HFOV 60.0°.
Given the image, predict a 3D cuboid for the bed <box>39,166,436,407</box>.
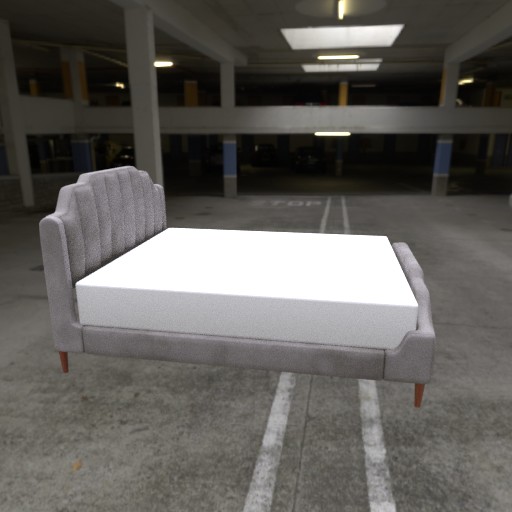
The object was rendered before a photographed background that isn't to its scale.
[{"bbox_3d":[0.000,0.000,3.326,2.340,1.245,1.676,3,16,10],"label":"bed"}]
